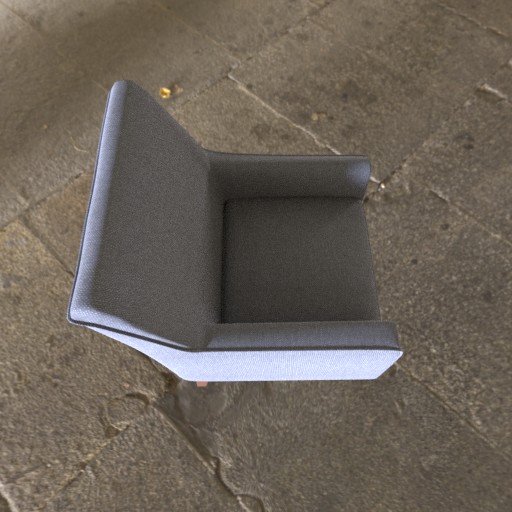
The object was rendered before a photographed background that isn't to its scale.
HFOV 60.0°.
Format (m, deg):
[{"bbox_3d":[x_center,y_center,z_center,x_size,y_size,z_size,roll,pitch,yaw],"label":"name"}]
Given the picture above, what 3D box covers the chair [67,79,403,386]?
[{"bbox_3d":[0.000,0.000,1.586,0.899,0.919,0.780,-1,63,0],"label":"chair"}]
